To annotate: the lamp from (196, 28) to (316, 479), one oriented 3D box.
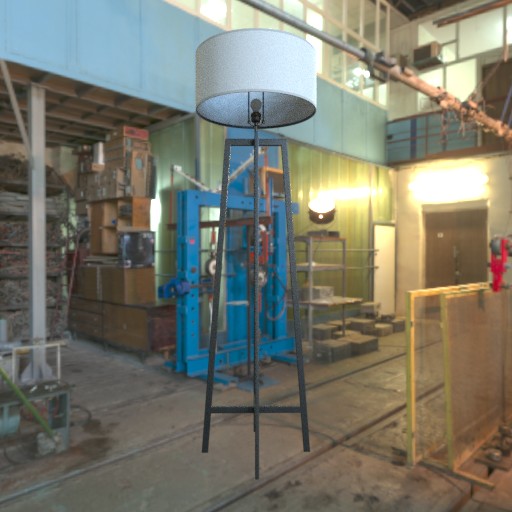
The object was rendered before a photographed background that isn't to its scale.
[{"bbox_3d":[0.000,0.000,1.701,0.457,1.510,0.456,0,1,-1],"label":"lamp"}]
